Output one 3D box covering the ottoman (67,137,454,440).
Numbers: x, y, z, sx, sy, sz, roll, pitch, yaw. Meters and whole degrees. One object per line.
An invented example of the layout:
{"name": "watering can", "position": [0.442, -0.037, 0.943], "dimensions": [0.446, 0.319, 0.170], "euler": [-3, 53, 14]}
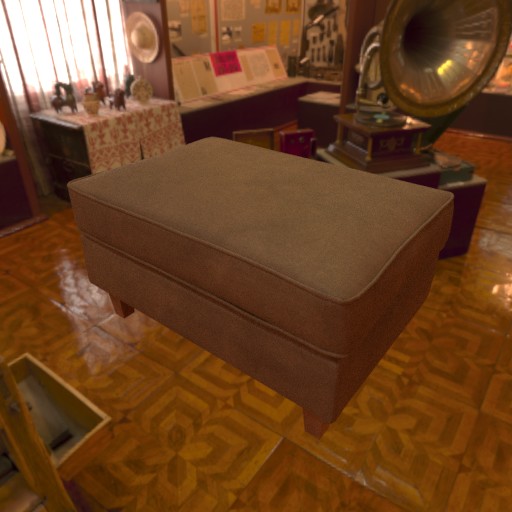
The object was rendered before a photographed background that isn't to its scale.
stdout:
{"name": "ottoman", "position": [0.000, 0.000, 1.235], "dimensions": [0.860, 0.481, 0.596], "euler": [22, 37, 32]}
